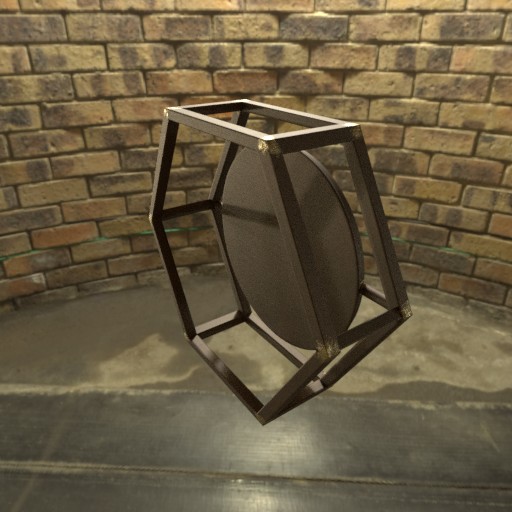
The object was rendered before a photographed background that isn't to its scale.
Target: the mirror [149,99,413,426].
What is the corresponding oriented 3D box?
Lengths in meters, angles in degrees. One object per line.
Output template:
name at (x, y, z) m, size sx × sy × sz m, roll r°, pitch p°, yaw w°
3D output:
mirror at (0.000, 0.000, 0.544) m, size 0.119 × 0.334 × 0.380 m, roll -18°, pitch 33°, yaw -31°
